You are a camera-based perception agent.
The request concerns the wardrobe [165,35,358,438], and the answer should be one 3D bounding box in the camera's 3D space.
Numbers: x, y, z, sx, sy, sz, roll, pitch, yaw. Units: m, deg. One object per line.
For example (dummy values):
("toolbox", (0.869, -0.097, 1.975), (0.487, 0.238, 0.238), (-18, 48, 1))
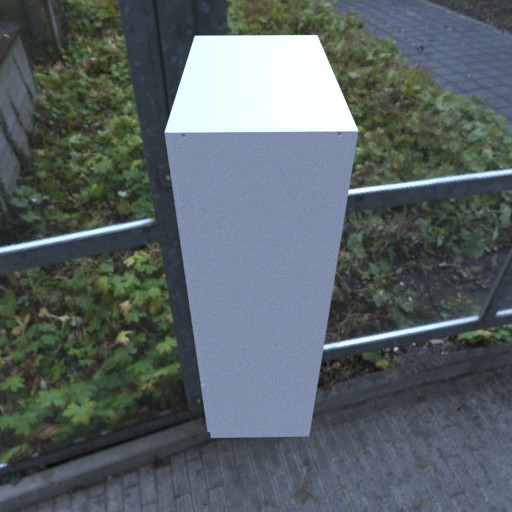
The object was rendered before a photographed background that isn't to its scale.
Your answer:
("wardrobe", (0.000, 0.000, 2.243), (0.577, 1.808, 0.991), (-1, 41, -1))
